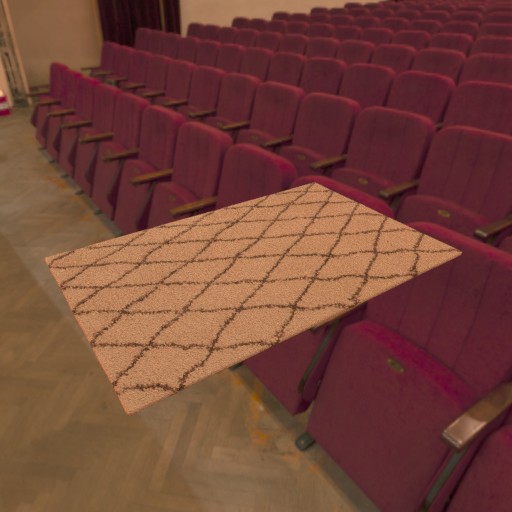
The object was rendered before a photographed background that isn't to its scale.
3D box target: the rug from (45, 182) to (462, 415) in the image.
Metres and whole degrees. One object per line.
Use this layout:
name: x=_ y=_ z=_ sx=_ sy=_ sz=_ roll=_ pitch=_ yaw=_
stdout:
rug: x=0.000 y=0.000 z=3.457 sx=2.743 sy=0.030 sz=1.778 roll=-20 pitch=36 yaw=-29
